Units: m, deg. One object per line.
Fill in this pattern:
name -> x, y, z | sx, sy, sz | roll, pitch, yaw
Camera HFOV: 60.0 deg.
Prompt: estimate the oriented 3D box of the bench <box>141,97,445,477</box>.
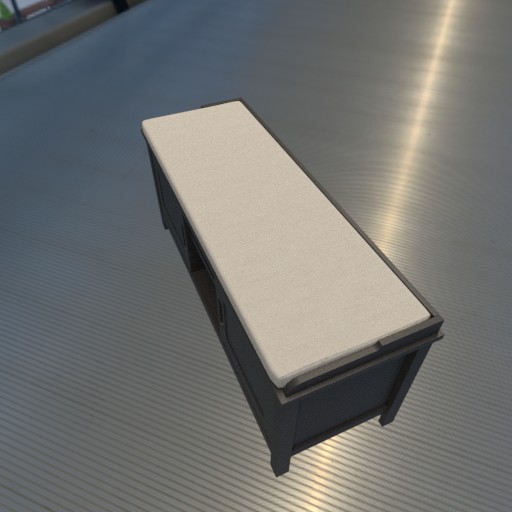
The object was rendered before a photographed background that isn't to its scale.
bench -> 0.000, 0.000, 1.423 | 0.398, 0.501, 1.140 | -18, 48, -17
